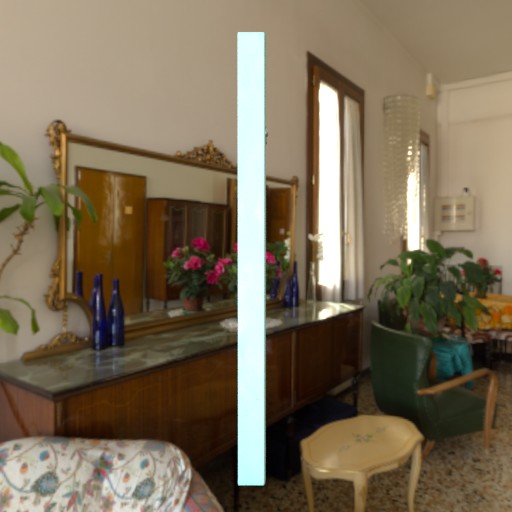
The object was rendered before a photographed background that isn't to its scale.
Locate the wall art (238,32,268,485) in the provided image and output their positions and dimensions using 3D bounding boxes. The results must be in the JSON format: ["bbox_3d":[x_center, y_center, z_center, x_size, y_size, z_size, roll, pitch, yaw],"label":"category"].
[{"bbox_3d":[0.000,0.000,1.128,0.054,0.766,0.765,0,2,1],"label":"wall art"}]
